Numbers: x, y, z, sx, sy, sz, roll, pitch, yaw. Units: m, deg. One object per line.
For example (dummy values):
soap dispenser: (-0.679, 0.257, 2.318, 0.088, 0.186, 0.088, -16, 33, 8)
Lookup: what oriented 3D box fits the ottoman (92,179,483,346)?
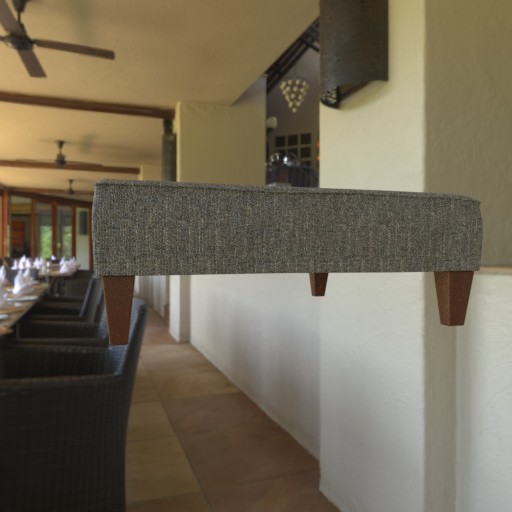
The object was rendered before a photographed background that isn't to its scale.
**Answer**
ottoman: (0.000, 0.000, 1.515, 1.016, 0.379, 0.981, 0, 0, -17)
